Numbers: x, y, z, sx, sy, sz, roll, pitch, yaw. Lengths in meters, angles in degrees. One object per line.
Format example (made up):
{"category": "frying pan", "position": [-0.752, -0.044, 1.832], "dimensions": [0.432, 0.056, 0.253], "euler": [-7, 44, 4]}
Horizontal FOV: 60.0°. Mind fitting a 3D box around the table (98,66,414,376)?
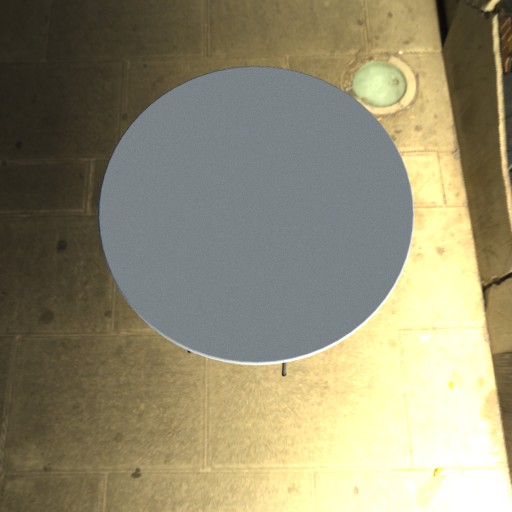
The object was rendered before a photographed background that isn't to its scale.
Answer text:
{"category": "table", "position": [0.000, 0.000, 1.642], "dimensions": [0.792, 1.105, 0.795], "euler": [13, 76, 3]}
